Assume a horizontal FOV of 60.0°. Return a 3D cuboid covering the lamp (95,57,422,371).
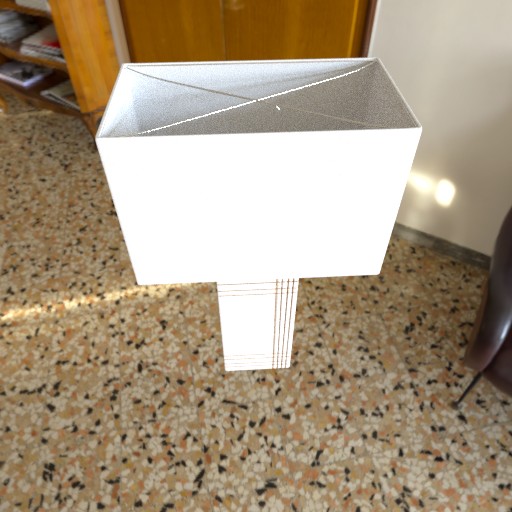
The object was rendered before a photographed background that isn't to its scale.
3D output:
[{"bbox_3d":[0.000,0.000,0.705,0.334,0.543,0.182,-2,46,-2],"label":"lamp"}]
